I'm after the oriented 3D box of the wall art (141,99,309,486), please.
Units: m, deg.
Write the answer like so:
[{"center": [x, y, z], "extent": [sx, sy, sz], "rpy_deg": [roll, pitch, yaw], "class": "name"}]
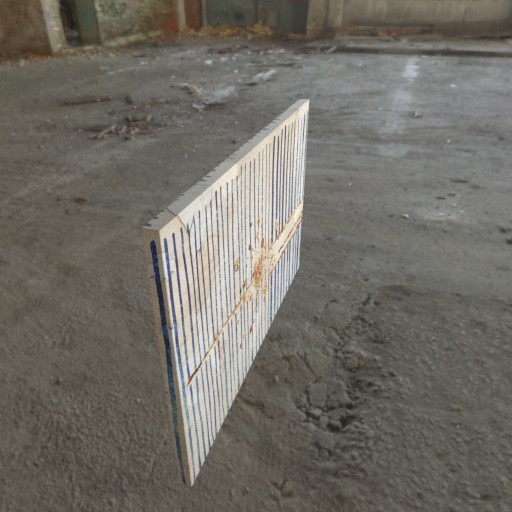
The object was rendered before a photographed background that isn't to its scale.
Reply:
[{"center": [0.000, 0.000, 1.437], "extent": [0.038, 0.757, 1.143], "rpy_deg": [10, 32, 16], "class": "wall art"}]
